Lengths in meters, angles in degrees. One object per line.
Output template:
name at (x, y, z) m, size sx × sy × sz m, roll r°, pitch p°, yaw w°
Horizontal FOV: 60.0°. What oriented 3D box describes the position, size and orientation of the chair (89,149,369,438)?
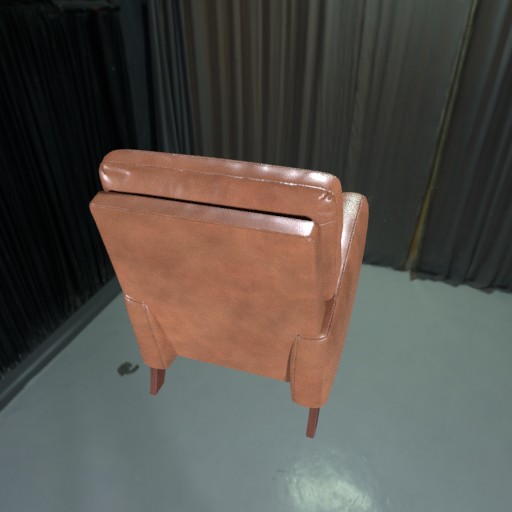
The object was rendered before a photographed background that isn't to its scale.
chair at (0.000, 0.000, 1.673) m, size 0.762 × 0.990 × 0.990 m, roll 10°, pitch 33°, yaw 15°
